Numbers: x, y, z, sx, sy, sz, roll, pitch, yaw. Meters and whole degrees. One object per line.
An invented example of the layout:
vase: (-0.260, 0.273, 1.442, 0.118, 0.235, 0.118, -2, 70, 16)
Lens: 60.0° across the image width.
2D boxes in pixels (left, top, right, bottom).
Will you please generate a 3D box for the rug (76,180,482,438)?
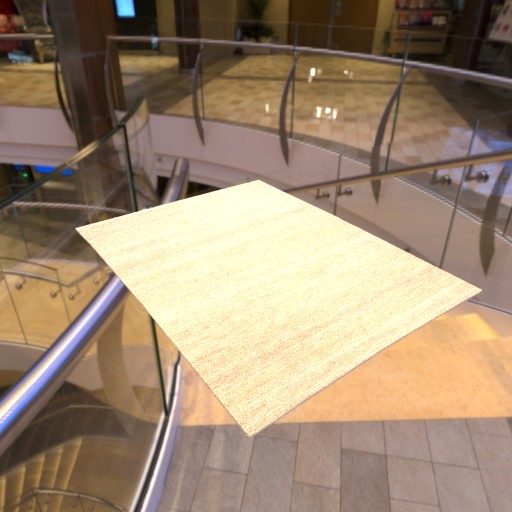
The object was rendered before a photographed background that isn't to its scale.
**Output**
rug: (0.000, 0.000, 4.280, 2.467, 0.046, 3.245, -20, 36, -30)
